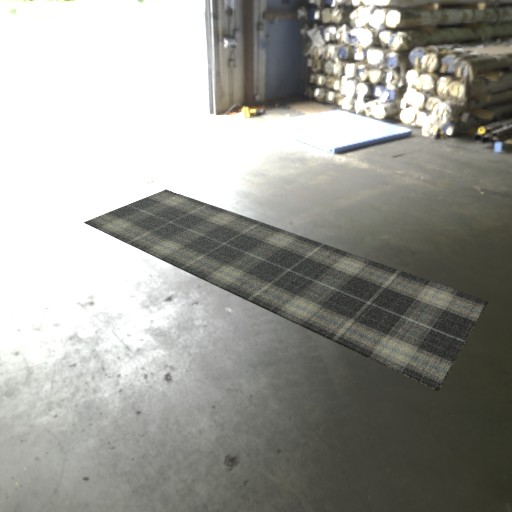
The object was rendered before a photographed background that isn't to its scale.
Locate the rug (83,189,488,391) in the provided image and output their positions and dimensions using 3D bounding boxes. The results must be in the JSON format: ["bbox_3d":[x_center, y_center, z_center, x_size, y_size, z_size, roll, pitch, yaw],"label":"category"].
[{"bbox_3d":[0.000,0.000,2.659,2.434,0.012,0.760,22,37,32],"label":"rug"}]
